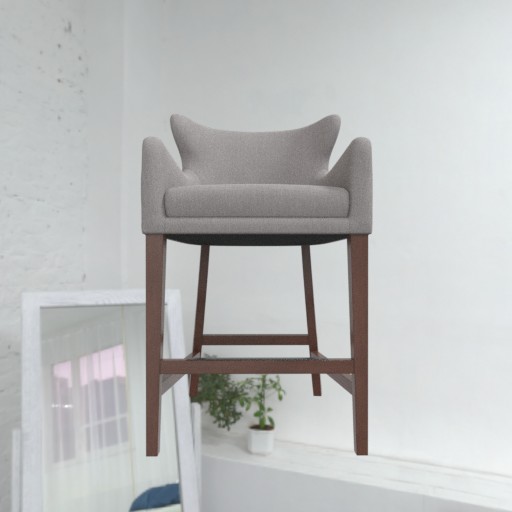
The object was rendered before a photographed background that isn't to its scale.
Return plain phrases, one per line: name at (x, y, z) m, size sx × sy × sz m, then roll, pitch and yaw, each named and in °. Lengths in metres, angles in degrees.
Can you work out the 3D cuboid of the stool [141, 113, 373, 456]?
stool at (0.000, 0.000, 1.333) m, size 0.575 × 0.951 × 0.575 m, roll 0°, pitch -1°, yaw -1°
